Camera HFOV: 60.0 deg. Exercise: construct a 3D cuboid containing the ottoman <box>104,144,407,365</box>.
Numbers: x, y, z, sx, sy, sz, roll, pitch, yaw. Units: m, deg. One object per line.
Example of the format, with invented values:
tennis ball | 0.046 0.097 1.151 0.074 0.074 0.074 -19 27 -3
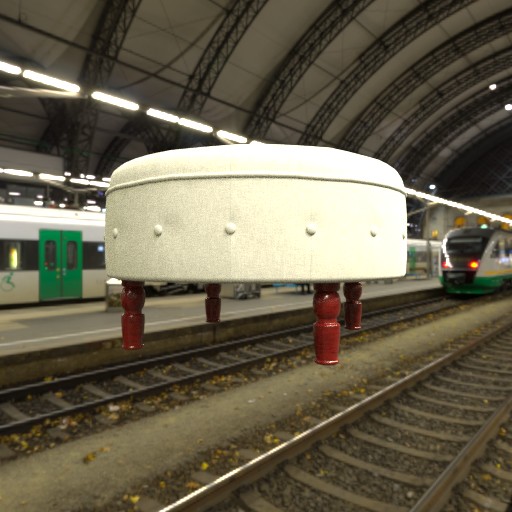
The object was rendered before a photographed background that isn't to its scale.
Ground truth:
ottoman | 0.000 0.000 1.317 0.850 0.483 0.850 0 0 0
